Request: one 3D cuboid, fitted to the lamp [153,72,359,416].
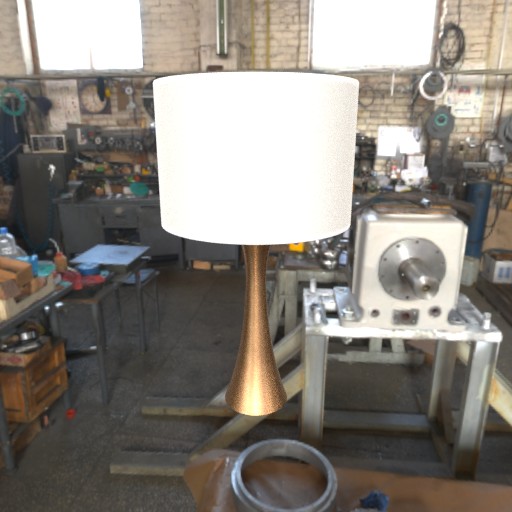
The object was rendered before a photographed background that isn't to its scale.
[{"bbox_3d":[0.000,0.000,0.657,0.268,0.479,0.268,-8,18,-26],"label":"lamp"}]
